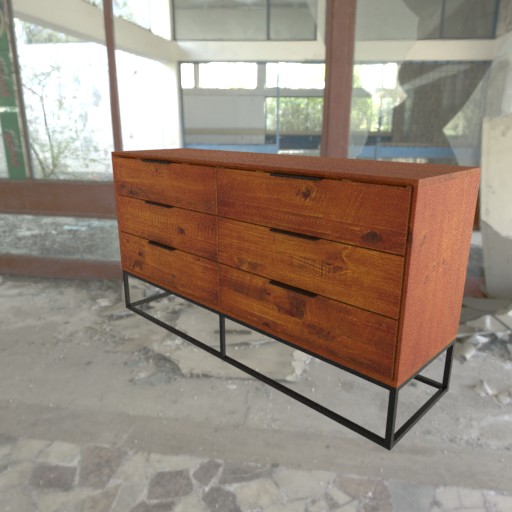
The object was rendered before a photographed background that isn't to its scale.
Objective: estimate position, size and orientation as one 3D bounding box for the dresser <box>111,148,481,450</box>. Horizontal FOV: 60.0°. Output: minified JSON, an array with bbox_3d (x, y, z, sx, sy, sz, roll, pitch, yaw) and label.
[{"bbox_3d":[0.000,0.000,1.870,1.536,0.810,0.464,16,23,42],"label":"dresser"}]
